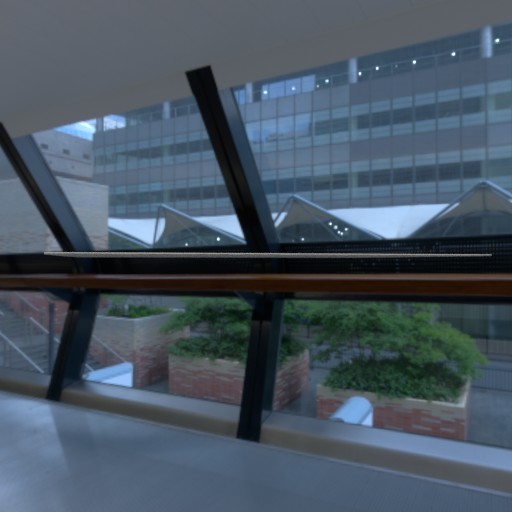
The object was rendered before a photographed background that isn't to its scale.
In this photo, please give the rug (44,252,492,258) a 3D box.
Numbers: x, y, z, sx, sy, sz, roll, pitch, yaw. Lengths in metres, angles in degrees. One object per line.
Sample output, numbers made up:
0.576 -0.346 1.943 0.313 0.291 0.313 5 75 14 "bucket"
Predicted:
0.000 0.000 2.846 2.284 0.008 1.522 0 -1 -17 "rug"
